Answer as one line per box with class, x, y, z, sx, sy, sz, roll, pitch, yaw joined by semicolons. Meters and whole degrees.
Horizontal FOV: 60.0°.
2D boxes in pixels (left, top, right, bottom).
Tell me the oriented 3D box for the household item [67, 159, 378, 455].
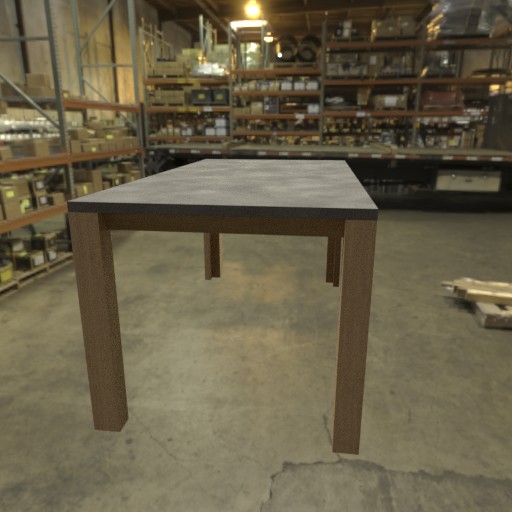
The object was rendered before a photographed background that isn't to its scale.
household item;0.000;0.000;2.053;0.850;0.755;1.600;2;17;8
